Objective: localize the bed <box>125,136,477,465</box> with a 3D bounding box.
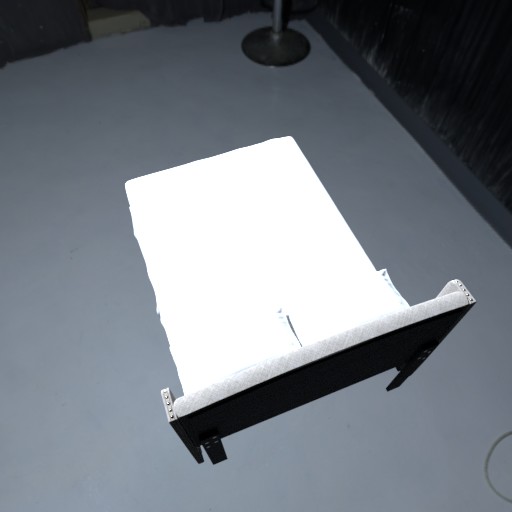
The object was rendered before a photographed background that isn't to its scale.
[{"bbox_3d":[0.000,0.000,3.282,1.710,1.407,2.237,-18,59,-11],"label":"bed"}]
